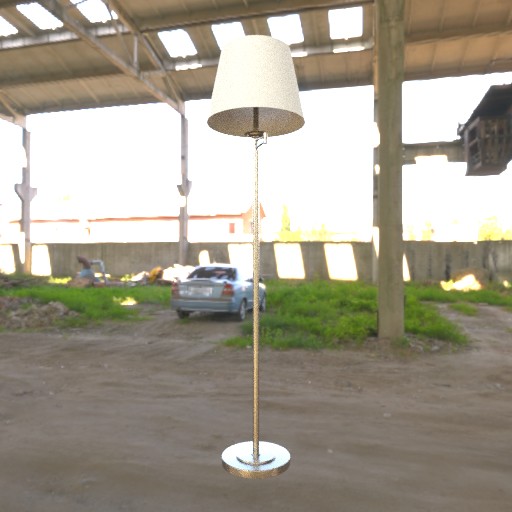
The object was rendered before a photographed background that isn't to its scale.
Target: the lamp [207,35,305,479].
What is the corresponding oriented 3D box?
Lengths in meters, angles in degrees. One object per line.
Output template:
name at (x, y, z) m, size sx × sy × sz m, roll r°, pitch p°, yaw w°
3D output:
lamp at (0.000, 0.000, 1.594) m, size 0.355 × 1.473 × 0.355 m, roll 0°, pitch -1°, yaw 0°
